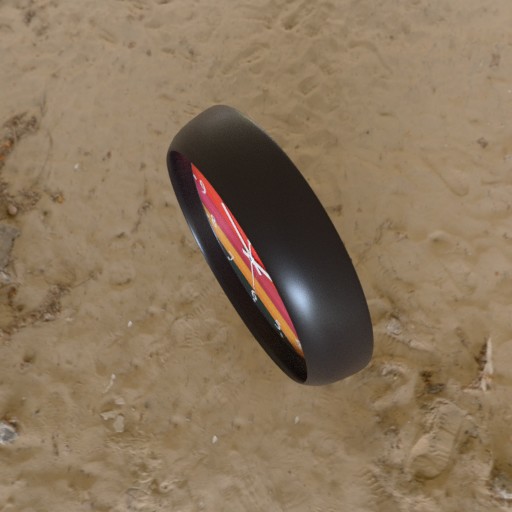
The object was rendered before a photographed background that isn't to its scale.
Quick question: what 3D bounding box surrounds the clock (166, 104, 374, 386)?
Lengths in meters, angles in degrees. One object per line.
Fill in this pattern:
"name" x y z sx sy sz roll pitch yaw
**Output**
"clock" 0.000 0.000 0.457 0.060 0.300 0.300 -30 68 -13
